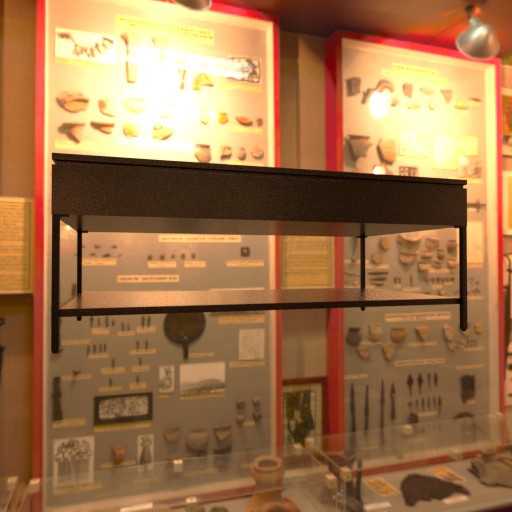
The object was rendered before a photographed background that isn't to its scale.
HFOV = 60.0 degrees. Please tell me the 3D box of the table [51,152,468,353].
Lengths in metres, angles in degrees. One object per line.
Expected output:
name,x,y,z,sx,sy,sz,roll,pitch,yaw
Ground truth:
table,0.000,0.000,1.386,1.095,0.435,0.574,0,-1,-17
